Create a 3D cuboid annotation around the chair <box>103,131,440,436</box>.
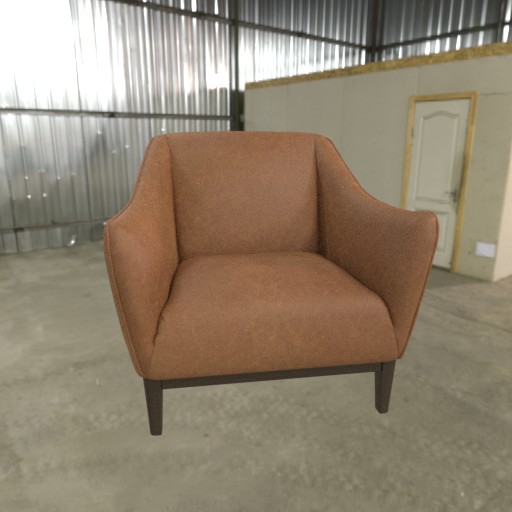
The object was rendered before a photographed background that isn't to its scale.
[{"bbox_3d":[0.000,0.000,1.530,0.871,0.830,0.852,-2,16,-8],"label":"chair"}]
